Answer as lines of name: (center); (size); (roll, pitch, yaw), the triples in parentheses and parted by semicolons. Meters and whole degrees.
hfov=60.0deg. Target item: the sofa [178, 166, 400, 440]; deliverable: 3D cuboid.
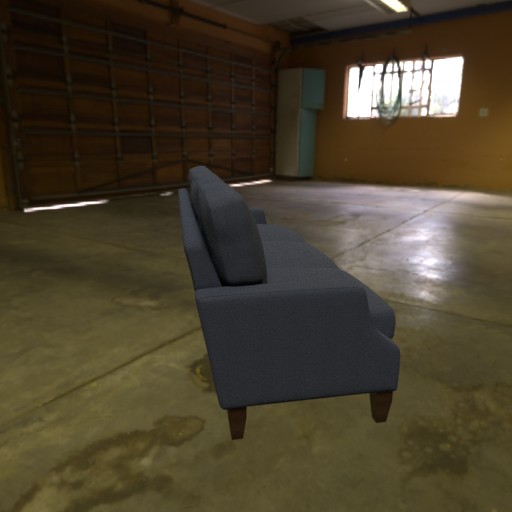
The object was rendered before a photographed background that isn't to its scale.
sofa: (0.000, 0.000, 2.688); (0.888, 0.984, 2.115); (-3, 15, -10)
